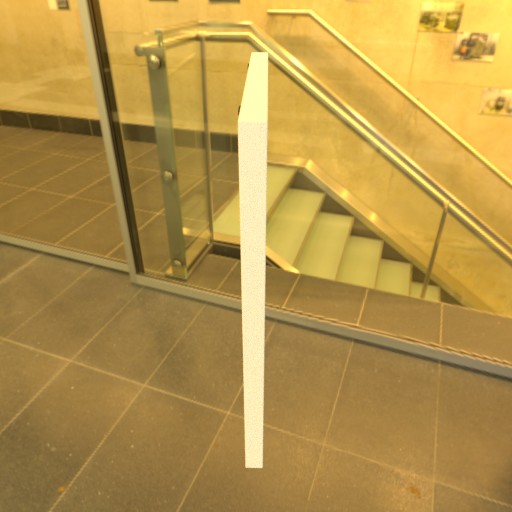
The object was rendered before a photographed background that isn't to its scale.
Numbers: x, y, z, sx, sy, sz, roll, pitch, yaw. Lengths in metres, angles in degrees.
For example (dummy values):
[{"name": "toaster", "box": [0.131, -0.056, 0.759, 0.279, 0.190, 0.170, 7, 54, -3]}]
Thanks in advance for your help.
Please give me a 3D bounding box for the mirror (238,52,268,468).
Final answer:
[{"name": "mirror", "box": [0.000, 0.000, 0.930, 0.040, 0.710, 0.507, 1, 33, 1]}]
